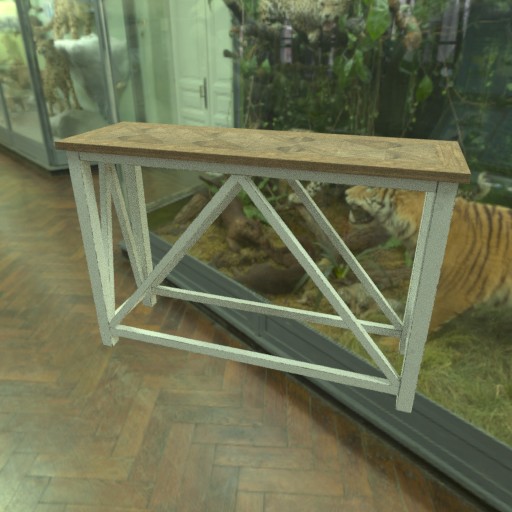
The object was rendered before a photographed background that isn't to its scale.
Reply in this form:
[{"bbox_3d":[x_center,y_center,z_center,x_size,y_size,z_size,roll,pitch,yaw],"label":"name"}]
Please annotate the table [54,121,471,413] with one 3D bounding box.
[{"bbox_3d":[0.000,0.000,1.820,1.400,0.930,0.450,8,27,16],"label":"table"}]
